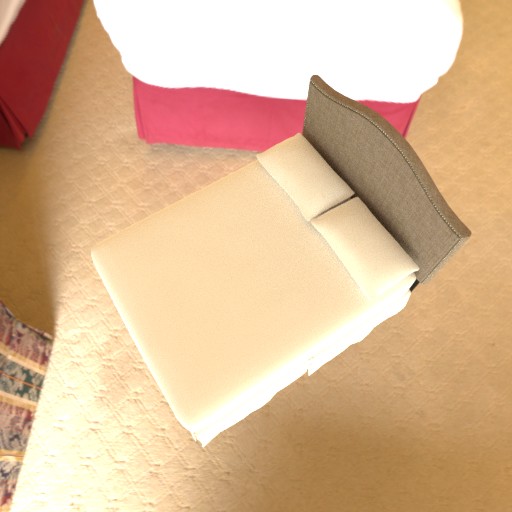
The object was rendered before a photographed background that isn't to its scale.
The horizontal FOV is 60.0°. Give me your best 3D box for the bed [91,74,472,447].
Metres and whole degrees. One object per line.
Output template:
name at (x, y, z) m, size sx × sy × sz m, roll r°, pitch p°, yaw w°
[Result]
bed at (0.000, 0.000, 3.298) m, size 2.153 × 1.518 × 1.713 m, roll -30°, pitch 68°, yaw -14°
